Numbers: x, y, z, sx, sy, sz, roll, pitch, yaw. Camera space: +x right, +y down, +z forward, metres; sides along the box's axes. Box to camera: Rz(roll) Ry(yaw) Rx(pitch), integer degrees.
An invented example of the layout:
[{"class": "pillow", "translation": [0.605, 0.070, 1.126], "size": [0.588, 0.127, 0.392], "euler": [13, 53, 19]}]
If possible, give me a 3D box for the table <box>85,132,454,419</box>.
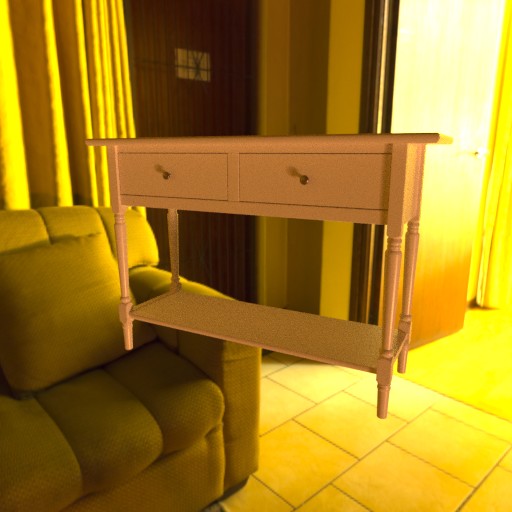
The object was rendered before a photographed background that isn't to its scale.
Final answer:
[{"class": "table", "translation": [0.000, 0.000, 1.578], "size": [1.191, 0.814, 0.386], "euler": [7, 15, 27]}]
